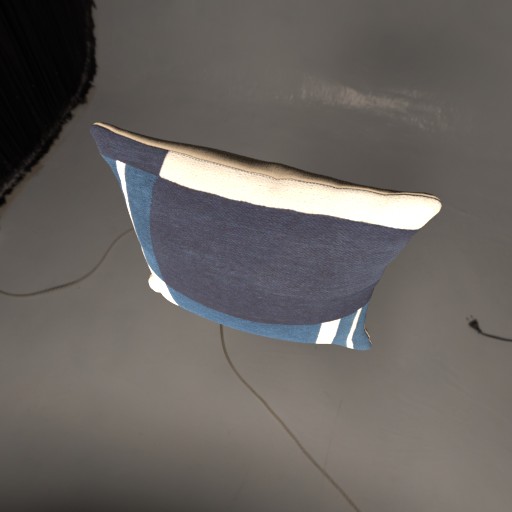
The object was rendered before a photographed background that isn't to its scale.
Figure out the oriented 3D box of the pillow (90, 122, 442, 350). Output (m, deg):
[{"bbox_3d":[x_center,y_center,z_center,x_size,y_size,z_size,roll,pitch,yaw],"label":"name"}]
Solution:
[{"bbox_3d":[0.000,0.000,0.817,0.536,0.506,0.229,15,59,9],"label":"pillow"}]
